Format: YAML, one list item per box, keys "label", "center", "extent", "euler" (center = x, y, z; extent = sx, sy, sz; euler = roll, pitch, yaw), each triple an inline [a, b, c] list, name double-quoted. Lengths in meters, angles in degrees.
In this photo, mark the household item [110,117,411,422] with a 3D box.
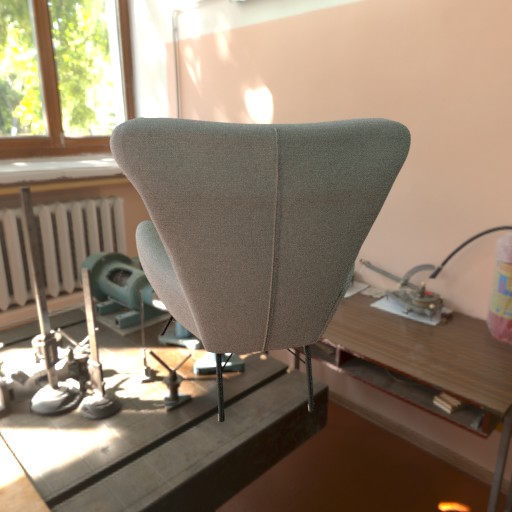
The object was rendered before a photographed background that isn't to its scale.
- label: "household item"
  center: [0.000, 0.000, 1.775]
  extent: [0.980, 1.050, 0.900]
  euler: [-3, 17, -10]
